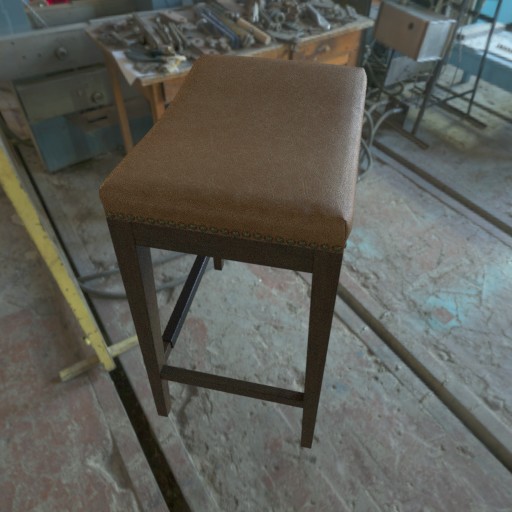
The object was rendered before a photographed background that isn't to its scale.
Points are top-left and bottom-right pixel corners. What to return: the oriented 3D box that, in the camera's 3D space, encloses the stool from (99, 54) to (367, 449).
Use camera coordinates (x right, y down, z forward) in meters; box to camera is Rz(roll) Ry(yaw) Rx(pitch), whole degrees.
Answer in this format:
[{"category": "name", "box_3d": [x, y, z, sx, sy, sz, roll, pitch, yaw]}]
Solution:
[{"category": "stool", "box_3d": [0.000, 0.000, 0.949, 0.361, 0.660, 0.500, 9, 46, 9]}]
